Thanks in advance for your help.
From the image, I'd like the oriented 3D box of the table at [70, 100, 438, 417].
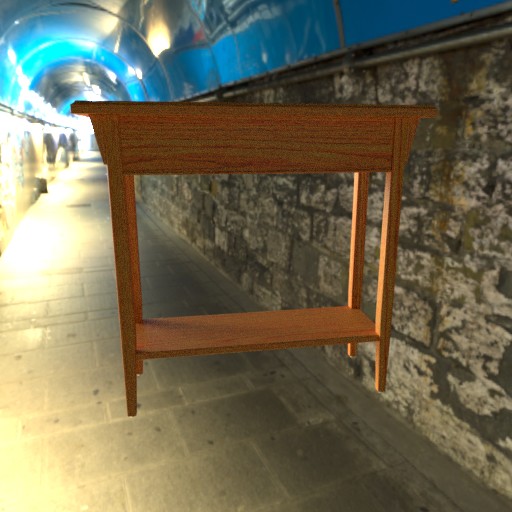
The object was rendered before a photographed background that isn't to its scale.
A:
[{"bbox_3d":[0.000,0.000,1.115,0.762,0.711,0.254,-2,15,-9],"label":"table"}]
